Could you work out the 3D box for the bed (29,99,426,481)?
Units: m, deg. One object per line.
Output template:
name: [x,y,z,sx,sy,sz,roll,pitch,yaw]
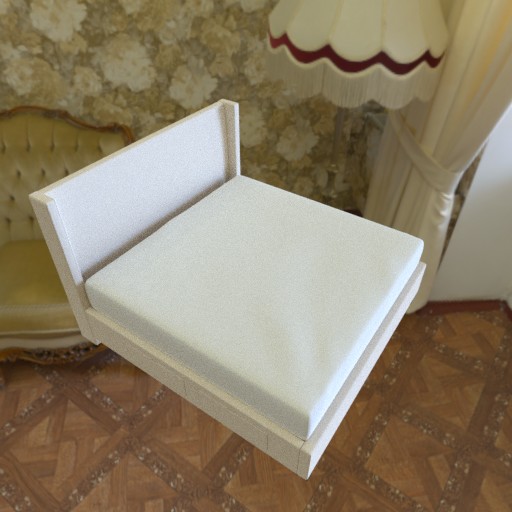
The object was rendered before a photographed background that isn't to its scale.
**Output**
bed: [0.000,0.000,3.638,2.293,1.471,2.145,24,46,26]
